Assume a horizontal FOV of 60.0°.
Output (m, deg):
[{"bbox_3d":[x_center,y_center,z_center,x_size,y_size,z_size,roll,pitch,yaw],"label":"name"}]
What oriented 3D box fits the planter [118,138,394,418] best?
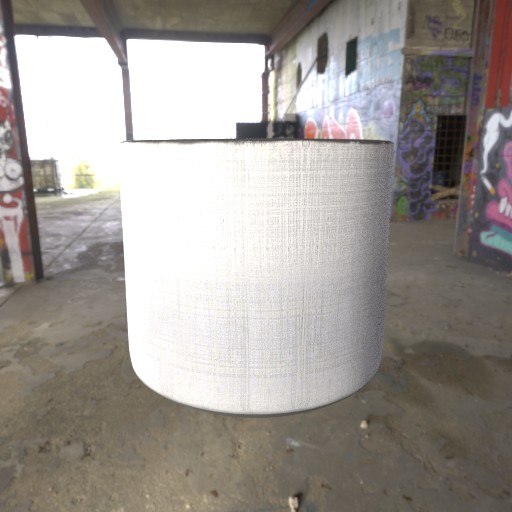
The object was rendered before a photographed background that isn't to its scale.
[{"bbox_3d":[0.000,0.000,0.442,0.254,0.221,0.254,0,13,0],"label":"planter"}]
